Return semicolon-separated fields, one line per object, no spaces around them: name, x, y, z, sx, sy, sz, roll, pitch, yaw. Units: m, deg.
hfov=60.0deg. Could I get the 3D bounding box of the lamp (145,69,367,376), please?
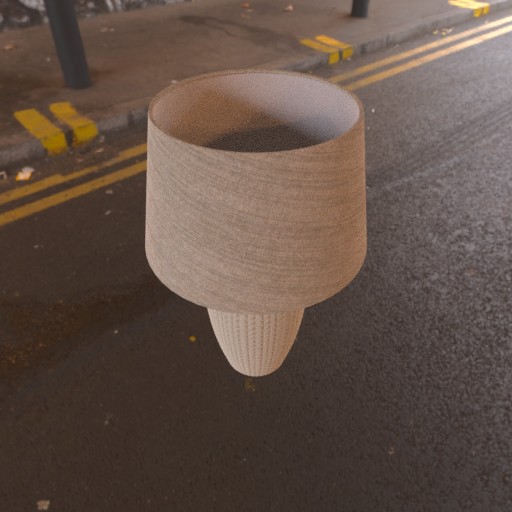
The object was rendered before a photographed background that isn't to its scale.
lamp;0.000;0.000;0.829;0.390;0.580;0.390;0;40;0
